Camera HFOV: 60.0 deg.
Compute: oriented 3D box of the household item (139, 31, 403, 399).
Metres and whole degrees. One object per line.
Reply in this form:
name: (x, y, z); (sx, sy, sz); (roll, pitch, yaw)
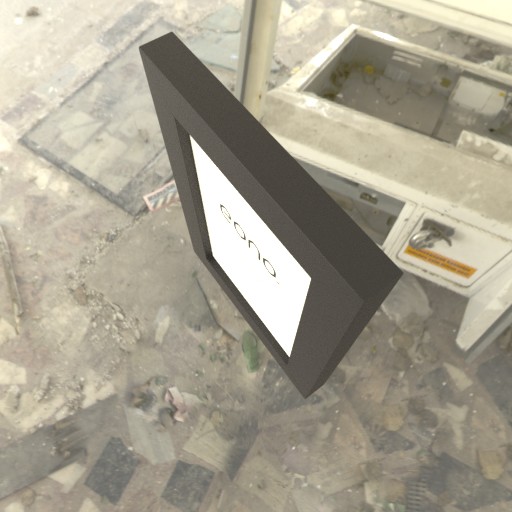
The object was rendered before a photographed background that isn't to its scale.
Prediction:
household item: (0.000, 0.000, 0.233); (0.022, 0.178, 0.133); (-33, 68, -15)
